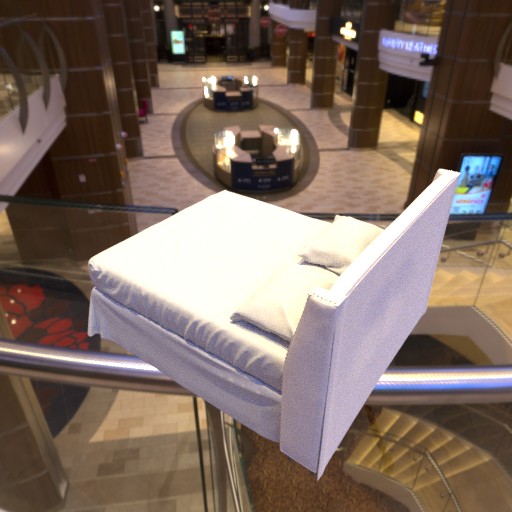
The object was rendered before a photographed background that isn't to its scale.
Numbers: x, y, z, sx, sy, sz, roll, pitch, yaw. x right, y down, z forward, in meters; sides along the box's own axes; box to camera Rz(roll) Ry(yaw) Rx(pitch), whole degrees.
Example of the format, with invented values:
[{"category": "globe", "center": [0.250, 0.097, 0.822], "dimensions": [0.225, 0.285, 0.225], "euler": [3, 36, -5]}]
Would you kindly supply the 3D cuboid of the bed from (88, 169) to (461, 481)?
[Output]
[{"category": "bed", "center": [0.000, 0.000, 3.426], "dimensions": [2.276, 1.332, 1.925], "euler": [21, 38, 30]}]
